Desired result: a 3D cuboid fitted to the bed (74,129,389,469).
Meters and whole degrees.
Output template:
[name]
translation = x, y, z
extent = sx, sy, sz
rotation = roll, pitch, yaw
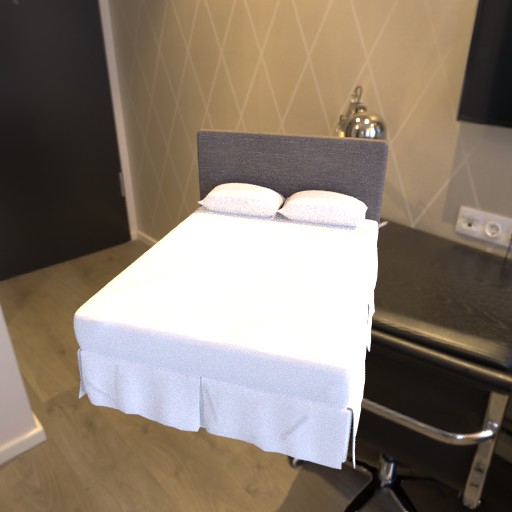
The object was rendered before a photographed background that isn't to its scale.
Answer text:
[bed]
translation = 0.000, 0.000, 3.153
extent = 1.723, 1.330, 2.142
rotation = 8, 28, 15
